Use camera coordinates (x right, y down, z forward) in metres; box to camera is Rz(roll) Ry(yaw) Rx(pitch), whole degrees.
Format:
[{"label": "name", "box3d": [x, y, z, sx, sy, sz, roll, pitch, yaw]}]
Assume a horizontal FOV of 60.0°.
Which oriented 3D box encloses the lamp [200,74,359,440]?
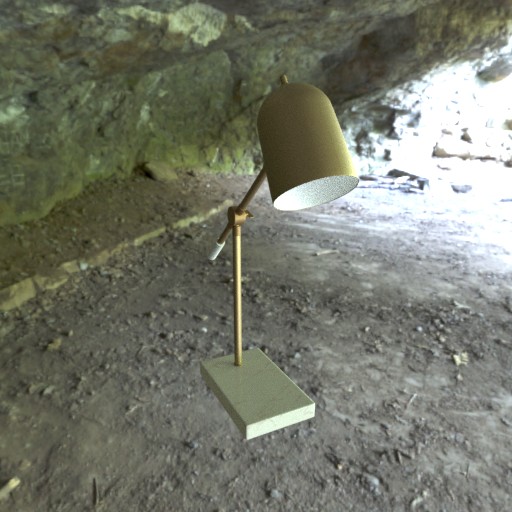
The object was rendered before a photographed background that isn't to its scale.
[{"label": "lamp", "box3d": [0.000, 0.000, 0.812, 0.144, 0.603, 0.471, -9, 19, -25]}]
